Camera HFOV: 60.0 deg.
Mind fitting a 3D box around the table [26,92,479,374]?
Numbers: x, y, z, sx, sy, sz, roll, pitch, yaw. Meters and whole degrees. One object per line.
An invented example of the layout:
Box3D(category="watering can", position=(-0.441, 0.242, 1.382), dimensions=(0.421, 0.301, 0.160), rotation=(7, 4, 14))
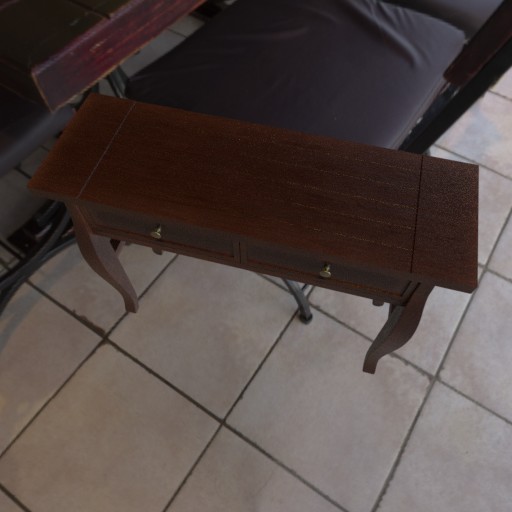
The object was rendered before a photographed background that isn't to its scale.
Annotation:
Box3D(category="table", position=(0.000, 0.000, 1.423), dimensions=(1.062, 0.768, 0.373), rotation=(13, 60, 8))
